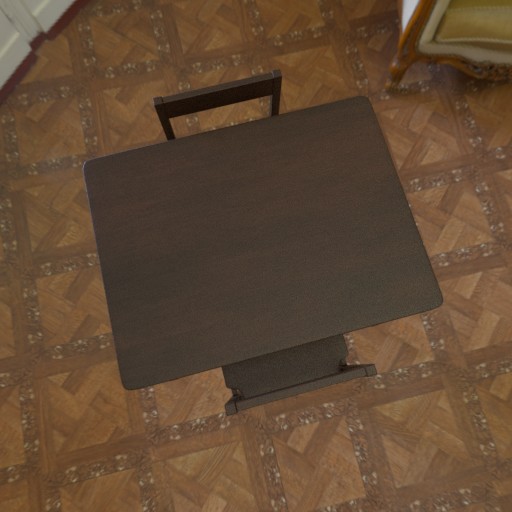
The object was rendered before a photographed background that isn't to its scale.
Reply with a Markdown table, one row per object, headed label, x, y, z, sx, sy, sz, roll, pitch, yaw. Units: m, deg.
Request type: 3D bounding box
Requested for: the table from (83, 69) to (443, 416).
| label | x | y | z | sx | sy | sz | roll | pitch | yaw |
| --- | --- | --- | --- | --- | --- | --- | --- | --- | --- |
| table | 0.000 | 0.000 | 1.125 | 0.650 | 0.503 | 0.672 | -14 | 76 | -4 |
